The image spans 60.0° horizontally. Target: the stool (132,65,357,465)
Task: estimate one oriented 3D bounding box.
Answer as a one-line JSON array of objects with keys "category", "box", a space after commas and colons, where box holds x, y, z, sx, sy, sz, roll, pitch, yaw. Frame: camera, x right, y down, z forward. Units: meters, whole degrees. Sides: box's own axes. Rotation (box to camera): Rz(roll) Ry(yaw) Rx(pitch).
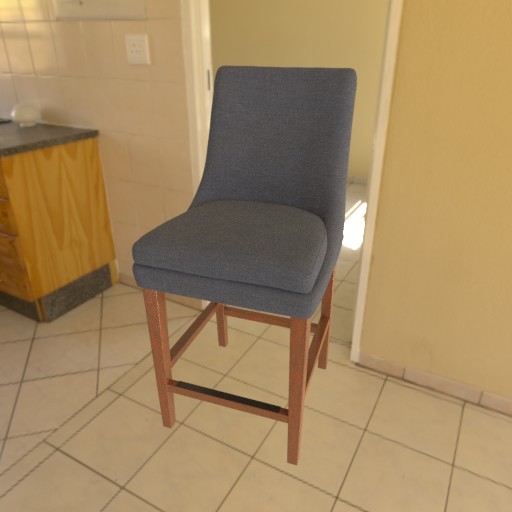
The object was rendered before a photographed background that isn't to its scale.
[{"category": "stool", "box": [0.000, 0.000, 1.279, 0.470, 0.981, 0.577, 9, 28, 17]}]
